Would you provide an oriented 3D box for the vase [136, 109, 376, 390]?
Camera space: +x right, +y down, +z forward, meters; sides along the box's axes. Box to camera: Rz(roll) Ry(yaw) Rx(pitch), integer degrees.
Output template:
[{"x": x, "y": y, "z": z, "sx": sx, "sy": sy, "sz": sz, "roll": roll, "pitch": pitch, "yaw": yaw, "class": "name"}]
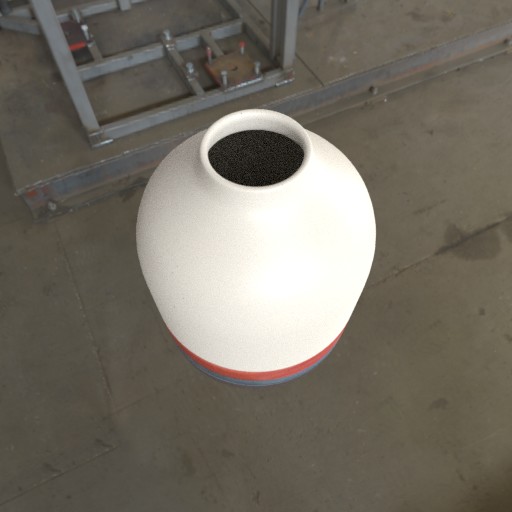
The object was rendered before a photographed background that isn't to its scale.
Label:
[{"x": 0.000, "y": 0.000, "z": 0.348, "sx": 0.169, "sy": 0.237, "sz": 0.169, "roll": 0, "pitch": 59, "yaw": 0, "class": "vase"}]
